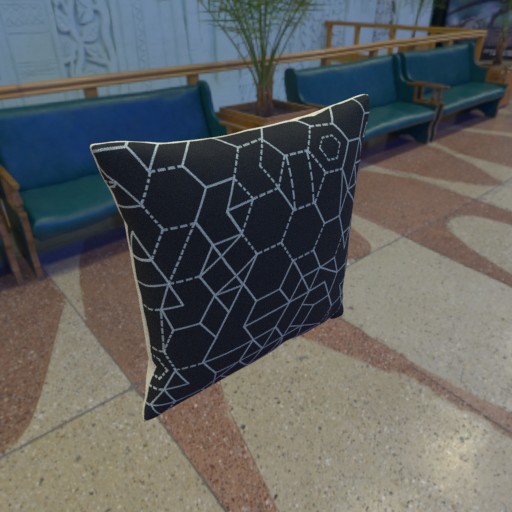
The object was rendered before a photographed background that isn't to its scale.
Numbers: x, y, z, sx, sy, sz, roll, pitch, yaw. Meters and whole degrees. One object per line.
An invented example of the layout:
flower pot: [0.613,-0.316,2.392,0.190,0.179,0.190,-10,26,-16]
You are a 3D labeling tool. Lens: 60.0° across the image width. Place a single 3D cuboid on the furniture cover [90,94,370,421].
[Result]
furniture cover: [0.000,0.000,0.807,0.517,0.508,0.158,-22,38,-32]
